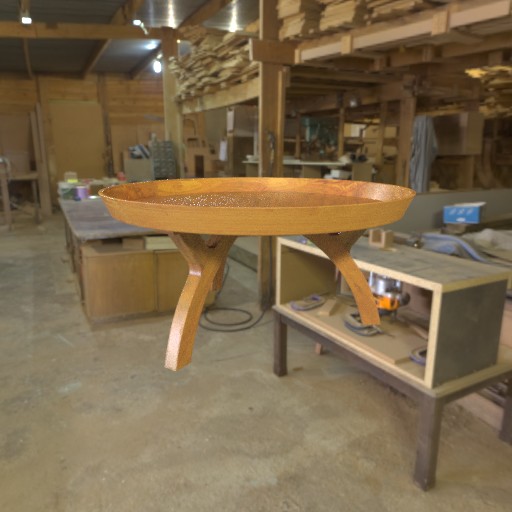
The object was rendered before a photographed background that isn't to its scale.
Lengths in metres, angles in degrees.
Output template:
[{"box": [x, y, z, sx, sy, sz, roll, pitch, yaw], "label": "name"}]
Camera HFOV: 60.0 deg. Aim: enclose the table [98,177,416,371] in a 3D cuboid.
[{"box": [0.000, 0.000, 1.531, 1.016, 0.470, 1.016, 0, 14, 0], "label": "table"}]
